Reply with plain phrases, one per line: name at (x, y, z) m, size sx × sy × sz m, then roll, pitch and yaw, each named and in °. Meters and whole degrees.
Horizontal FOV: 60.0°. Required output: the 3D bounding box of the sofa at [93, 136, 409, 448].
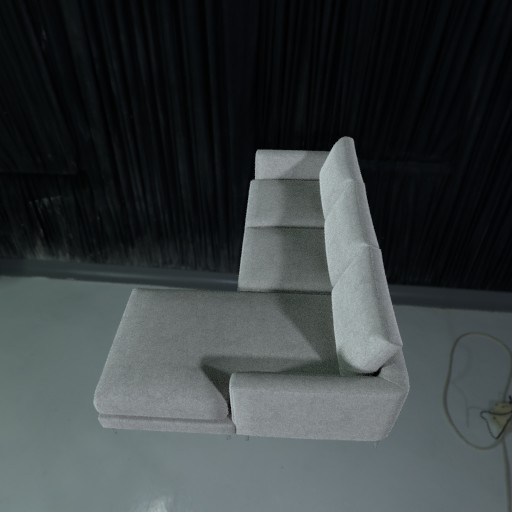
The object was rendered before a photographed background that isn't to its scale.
sofa at (0.000, 0.000, 3.159) m, size 1.626 × 0.864 × 2.438 m, roll 2°, pitch 41°, yaw 2°
